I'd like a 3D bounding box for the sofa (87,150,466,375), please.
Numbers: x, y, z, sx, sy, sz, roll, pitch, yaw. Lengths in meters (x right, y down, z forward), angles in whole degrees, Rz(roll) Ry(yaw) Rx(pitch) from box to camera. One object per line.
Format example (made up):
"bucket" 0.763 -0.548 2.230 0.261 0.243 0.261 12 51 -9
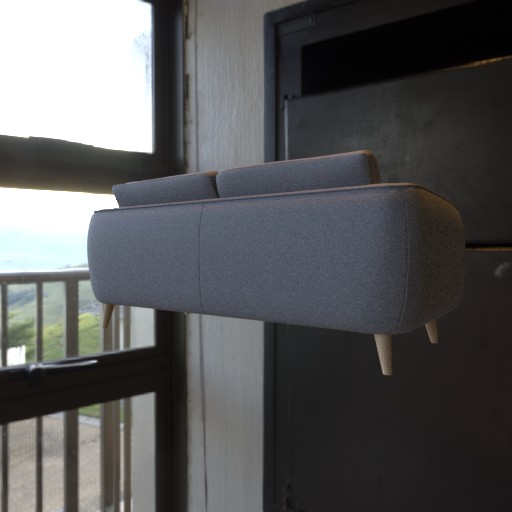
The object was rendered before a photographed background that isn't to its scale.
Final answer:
"sofa" 0.000 0.000 2.496 2.000 0.870 0.920 1 1 35
